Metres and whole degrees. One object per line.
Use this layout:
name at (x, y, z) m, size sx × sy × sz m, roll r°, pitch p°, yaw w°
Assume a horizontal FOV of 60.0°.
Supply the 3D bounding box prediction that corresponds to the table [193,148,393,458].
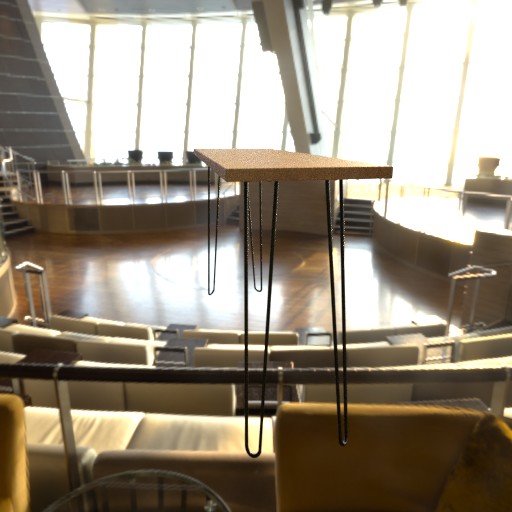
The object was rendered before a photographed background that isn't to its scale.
table at (0.000, 0.000, 1.780) m, size 0.399 × 0.799 × 1.400 m, roll -3°, pitch 16°, yaw -10°
